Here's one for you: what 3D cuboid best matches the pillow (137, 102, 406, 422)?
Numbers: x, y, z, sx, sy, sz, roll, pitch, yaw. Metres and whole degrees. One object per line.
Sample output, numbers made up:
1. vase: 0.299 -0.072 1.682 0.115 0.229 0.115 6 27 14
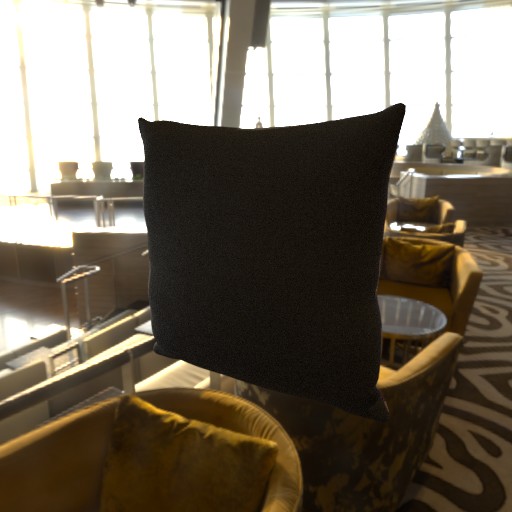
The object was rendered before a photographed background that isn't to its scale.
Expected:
1. pillow: 0.000 0.000 0.783 0.503 0.496 0.208 8 17 29
